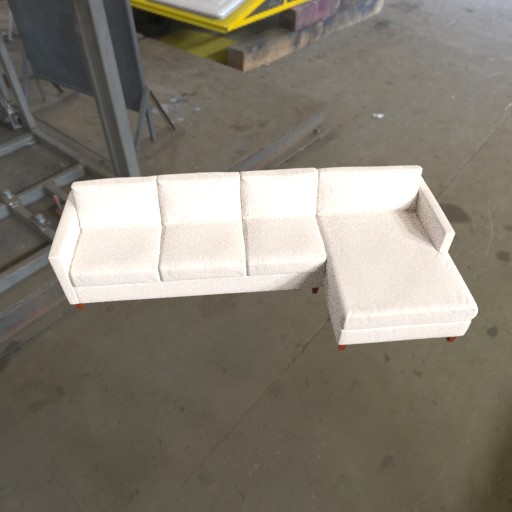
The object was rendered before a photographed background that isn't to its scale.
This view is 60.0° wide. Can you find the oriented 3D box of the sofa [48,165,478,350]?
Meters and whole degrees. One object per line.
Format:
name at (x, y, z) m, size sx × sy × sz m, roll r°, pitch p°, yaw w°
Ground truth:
sofa at (0.000, 0.000, 4.008) m, size 3.471 × 0.954 × 1.606 m, roll -4°, pitch 45°, yaw -4°
